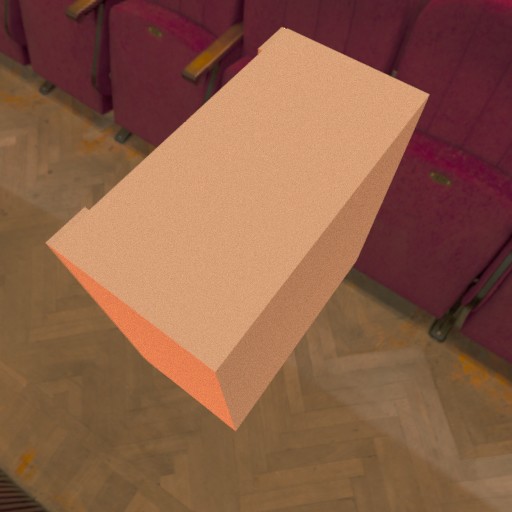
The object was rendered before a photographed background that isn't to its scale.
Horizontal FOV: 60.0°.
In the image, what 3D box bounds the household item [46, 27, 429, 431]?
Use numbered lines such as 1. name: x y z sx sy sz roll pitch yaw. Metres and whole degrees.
1. household item: 0.000 0.000 1.328 0.420 0.870 0.800 33 67 16
